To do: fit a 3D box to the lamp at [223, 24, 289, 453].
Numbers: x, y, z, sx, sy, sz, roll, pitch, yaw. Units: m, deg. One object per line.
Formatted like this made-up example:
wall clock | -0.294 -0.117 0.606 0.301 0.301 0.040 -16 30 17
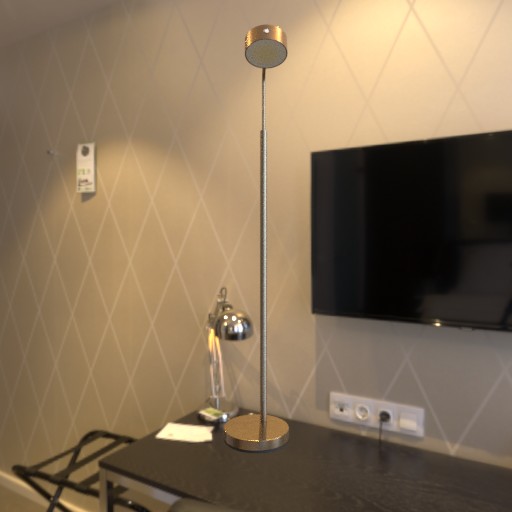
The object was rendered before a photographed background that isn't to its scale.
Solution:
lamp | 0.000 0.000 1.375 0.219 1.230 0.418 0 1 1
